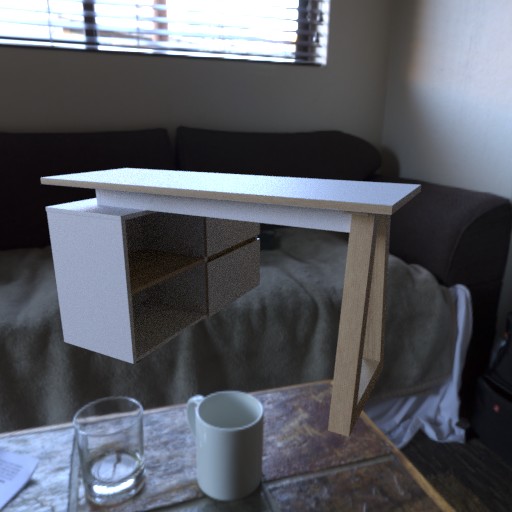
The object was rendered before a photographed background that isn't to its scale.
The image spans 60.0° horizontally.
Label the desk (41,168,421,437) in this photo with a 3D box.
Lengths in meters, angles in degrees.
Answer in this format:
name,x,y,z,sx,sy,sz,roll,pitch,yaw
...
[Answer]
name,x,y,z,sx,sy,sz,roll,pitch,yaw
desk,0.000,0.000,2.058,1.404,0.755,1.098,8,18,27
